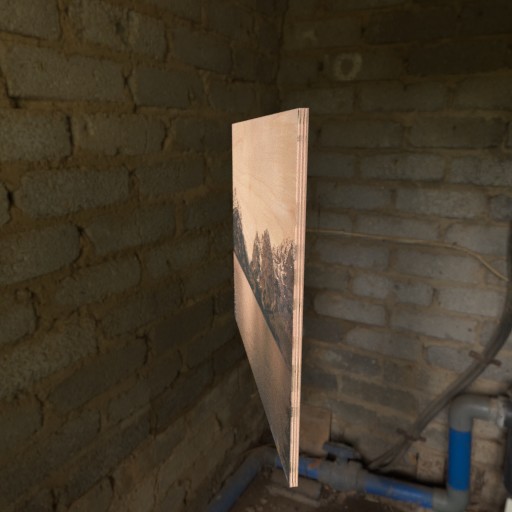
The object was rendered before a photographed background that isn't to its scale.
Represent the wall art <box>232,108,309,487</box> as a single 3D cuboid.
[{"bbox_3d":[0.000,0.000,0.691,0.010,0.408,0.508,-3,15,-9],"label":"wall art"}]
